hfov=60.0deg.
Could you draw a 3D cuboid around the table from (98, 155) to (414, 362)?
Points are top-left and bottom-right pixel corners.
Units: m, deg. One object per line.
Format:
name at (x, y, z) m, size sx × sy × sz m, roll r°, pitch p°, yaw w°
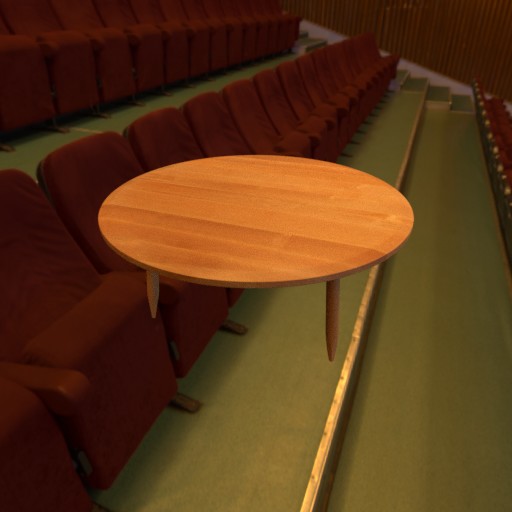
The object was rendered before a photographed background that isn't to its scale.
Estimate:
table at (0.000, 0.000, 1.418) m, size 0.900 × 0.400 × 0.900 m, roll 0°, pitch 30°, yaw 0°
